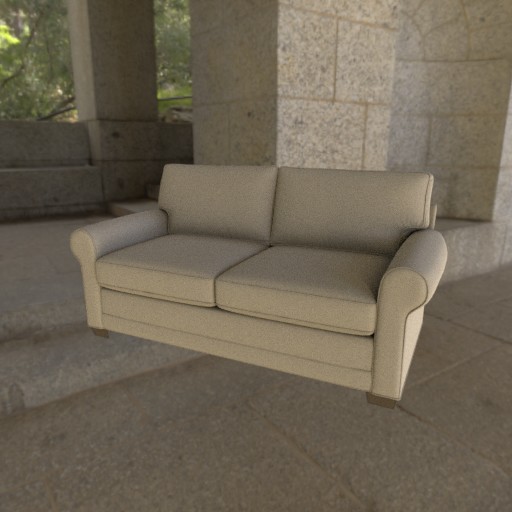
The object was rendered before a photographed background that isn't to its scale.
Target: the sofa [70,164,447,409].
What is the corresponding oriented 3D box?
[{"bbox_3d":[0.000,0.000,2.459,1.930,0.952,0.940,7,16,25],"label":"sofa"}]
